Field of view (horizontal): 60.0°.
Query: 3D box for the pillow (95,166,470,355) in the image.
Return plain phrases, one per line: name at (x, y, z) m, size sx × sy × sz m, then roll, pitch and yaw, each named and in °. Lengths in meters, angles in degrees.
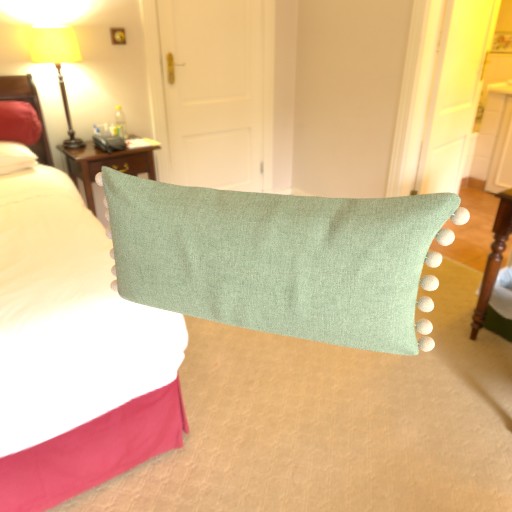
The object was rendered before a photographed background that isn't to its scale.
pillow at (0.000, 0.000, 0.850) m, size 0.709 × 0.322 × 0.201 m, roll 9°, pitch 29°, yaw 16°
